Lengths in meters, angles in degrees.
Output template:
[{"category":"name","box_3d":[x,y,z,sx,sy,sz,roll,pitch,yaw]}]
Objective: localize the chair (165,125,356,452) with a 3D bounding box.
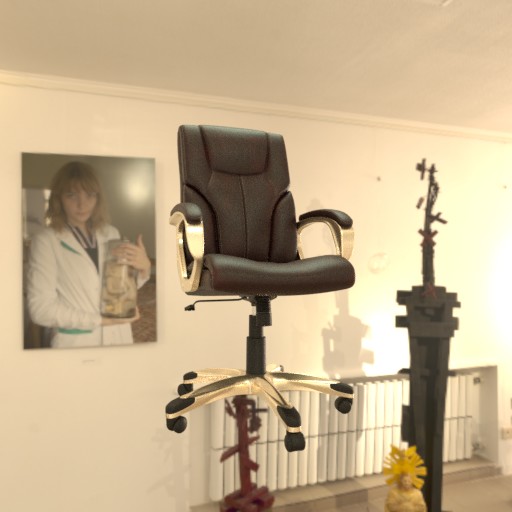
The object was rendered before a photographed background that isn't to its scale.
[{"category":"chair","box_3d":[0.000,0.000,1.580,0.662,1.107,0.739,0,-1,-19]}]
